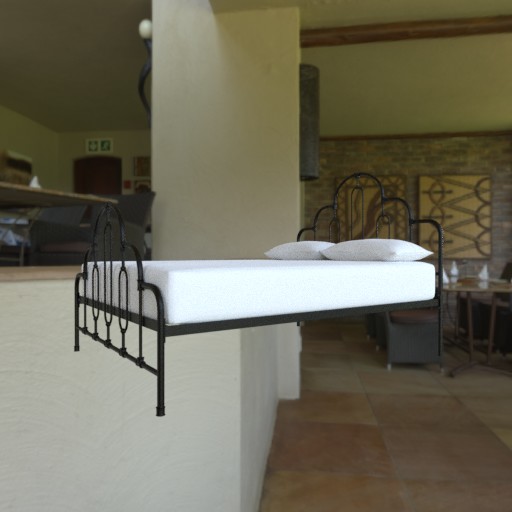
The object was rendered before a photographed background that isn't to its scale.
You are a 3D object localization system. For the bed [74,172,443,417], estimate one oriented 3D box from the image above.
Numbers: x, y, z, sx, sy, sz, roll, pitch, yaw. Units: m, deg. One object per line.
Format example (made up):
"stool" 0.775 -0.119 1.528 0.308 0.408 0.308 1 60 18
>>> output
"bed" 0.000 0.000 3.244 2.181 1.444 1.626 0 0 -35
